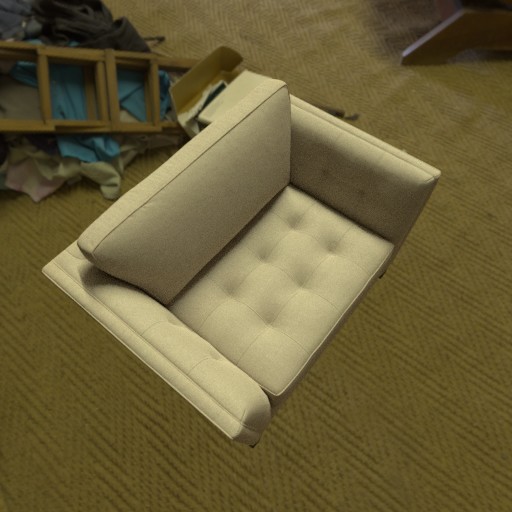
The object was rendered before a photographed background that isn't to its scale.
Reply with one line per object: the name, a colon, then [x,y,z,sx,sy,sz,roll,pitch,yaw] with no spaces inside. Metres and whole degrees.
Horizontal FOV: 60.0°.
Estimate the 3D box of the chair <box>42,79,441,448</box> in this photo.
chair: [0.000,0.000,2.035,0.965,0.940,1.397,35,64,19]
